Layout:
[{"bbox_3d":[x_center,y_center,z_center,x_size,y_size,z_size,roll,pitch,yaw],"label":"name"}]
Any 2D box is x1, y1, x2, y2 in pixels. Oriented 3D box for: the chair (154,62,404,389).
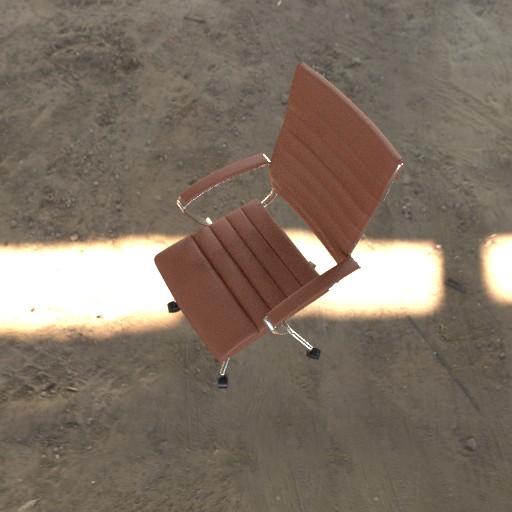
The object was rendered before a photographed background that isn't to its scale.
[{"bbox_3d":[0.000,0.000,1.660,0.739,1.149,0.766,-32,69,-14],"label":"chair"}]
